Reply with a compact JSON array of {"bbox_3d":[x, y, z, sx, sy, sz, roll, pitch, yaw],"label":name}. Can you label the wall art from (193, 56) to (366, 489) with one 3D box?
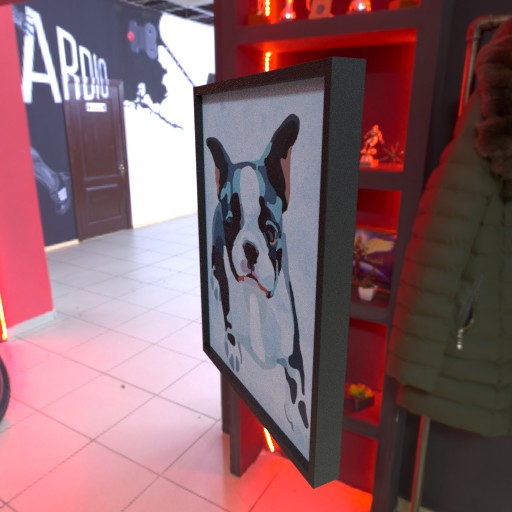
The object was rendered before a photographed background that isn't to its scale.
[{"bbox_3d":[0.000,0.000,0.490,0.030,0.369,0.294,-8,18,-26],"label":"wall art"}]
